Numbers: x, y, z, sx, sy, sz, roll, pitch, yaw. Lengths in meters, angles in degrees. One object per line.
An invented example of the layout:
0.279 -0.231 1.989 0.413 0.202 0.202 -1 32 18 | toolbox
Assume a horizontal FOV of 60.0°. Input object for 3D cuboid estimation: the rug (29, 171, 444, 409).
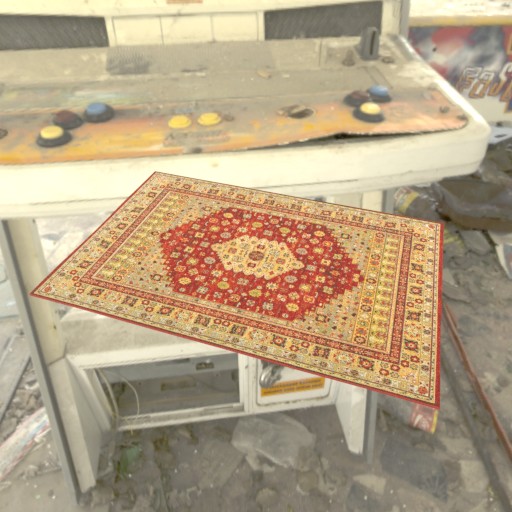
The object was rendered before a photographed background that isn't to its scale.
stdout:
0.000 0.000 2.247 1.802 0.013 1.194 12 42 14 | rug
